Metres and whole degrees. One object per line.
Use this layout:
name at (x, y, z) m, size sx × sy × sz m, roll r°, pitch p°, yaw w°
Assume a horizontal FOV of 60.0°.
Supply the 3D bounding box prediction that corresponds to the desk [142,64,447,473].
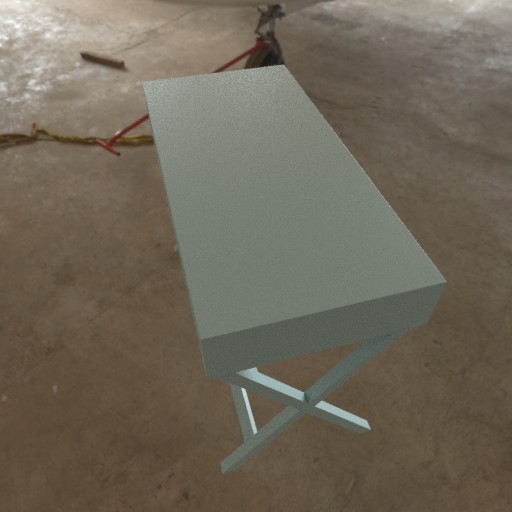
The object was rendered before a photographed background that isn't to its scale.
desk at (0.000, 0.000, 1.479) m, size 0.509 × 0.780 × 1.059 m, roll -11°, pitch 48°, yaw -11°
